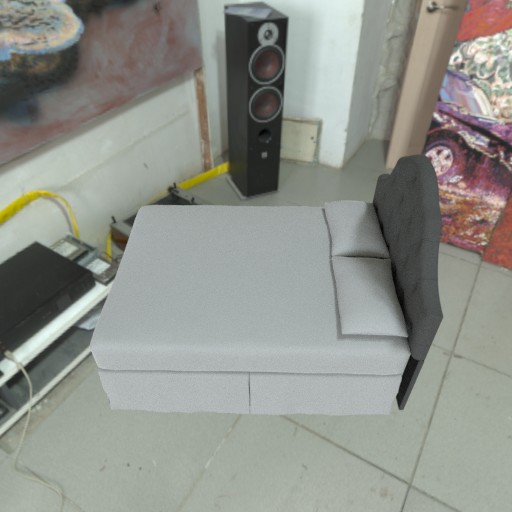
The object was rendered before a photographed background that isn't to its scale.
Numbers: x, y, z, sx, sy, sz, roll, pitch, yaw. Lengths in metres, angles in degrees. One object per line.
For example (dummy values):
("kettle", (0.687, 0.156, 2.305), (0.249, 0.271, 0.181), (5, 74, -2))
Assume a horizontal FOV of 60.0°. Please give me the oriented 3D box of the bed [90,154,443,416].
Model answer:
("bed", (0.000, 0.000, 3.244), (2.155, 1.575, 1.636), (1, 42, 1))
